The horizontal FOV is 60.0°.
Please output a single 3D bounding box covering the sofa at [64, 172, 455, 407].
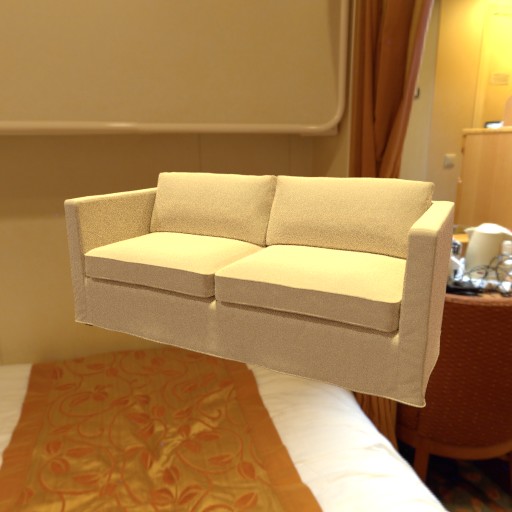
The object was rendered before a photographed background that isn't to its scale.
[{"bbox_3d":[0.000,0.000,2.497,1.987,0.870,0.940,7,16,26],"label":"sofa"}]
